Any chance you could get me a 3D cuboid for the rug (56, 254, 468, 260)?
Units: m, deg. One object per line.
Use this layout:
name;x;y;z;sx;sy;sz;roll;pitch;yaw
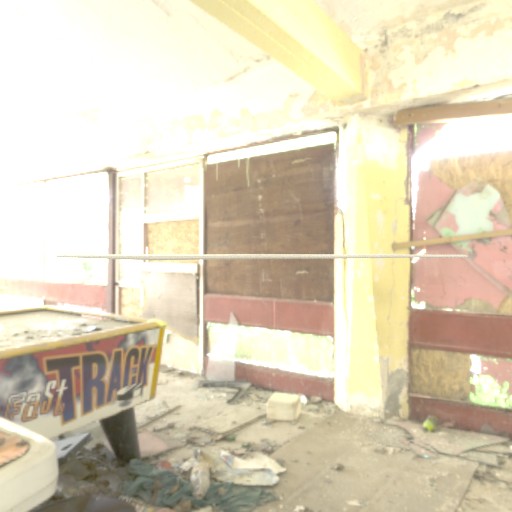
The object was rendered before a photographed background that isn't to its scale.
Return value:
rug;0.000;0.000;4.196;3.066;0.030;2.462;0;0;-35
